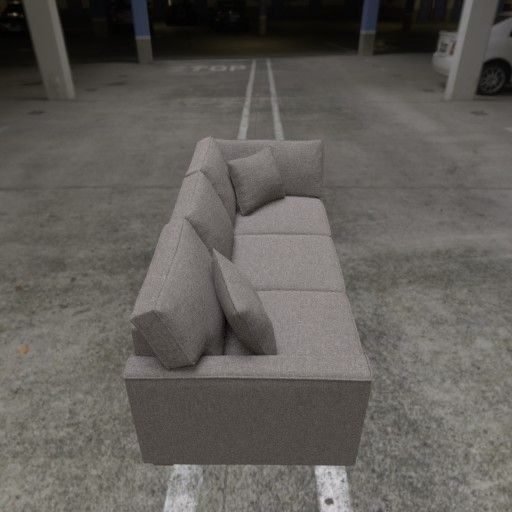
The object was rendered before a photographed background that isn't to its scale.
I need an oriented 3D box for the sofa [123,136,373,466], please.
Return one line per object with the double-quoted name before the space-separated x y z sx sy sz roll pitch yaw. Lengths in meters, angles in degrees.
"sofa" 0.000 0.000 2.811 1.061 0.962 2.317 0 32 0
